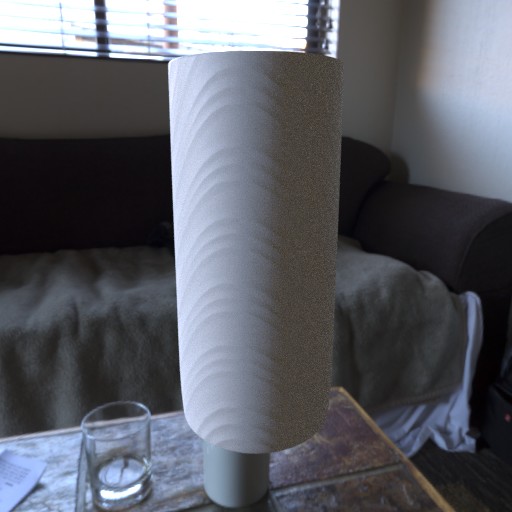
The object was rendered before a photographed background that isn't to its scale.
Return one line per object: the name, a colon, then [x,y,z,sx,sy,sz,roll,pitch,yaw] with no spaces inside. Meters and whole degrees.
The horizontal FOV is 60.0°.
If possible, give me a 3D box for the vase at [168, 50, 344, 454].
vase: [0.000,0.000,0.395,0.143,0.316,0.143,0,16,0]
